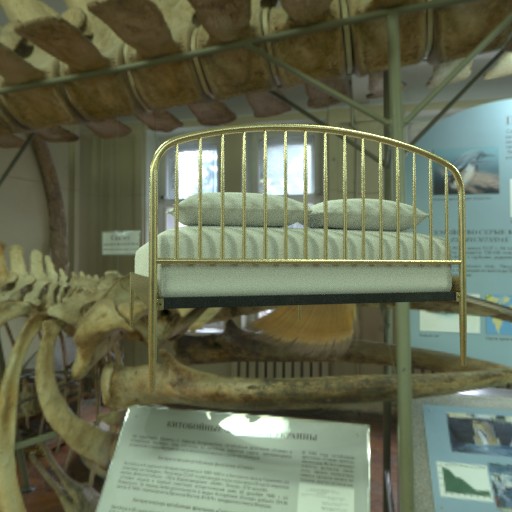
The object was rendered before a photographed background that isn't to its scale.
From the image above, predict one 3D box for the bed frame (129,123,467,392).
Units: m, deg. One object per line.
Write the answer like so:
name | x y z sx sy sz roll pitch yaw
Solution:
bed frame | 0.000 0.000 3.076 1.612 1.175 2.152 0 -2 -18
